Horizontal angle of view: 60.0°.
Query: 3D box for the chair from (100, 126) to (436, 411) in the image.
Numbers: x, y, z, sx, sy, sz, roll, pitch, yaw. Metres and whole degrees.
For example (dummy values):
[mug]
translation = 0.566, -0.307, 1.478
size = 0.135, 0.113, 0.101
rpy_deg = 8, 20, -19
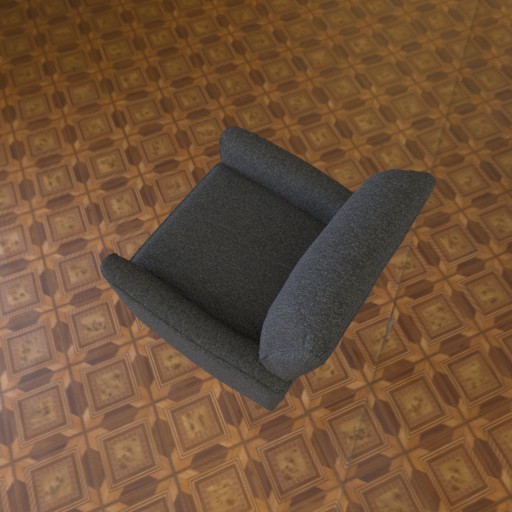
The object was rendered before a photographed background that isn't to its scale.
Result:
[chair]
translation = 0.000, 0.000, 1.676
size = 0.850, 1.016, 0.839
rpy_deg = 32, 68, 14
